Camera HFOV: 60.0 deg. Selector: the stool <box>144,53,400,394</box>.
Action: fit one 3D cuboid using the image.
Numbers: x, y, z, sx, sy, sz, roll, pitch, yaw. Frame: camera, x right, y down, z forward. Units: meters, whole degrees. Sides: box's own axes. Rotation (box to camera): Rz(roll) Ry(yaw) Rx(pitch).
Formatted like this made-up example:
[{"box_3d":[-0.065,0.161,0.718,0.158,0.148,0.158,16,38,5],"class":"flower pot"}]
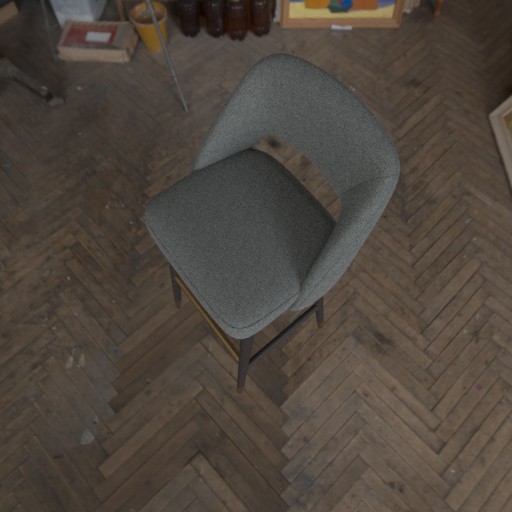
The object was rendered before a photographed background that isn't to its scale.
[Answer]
[{"box_3d":[0.000,0.000,1.393,0.524,1.089,0.536,-35,69,-15],"class":"stool"}]
